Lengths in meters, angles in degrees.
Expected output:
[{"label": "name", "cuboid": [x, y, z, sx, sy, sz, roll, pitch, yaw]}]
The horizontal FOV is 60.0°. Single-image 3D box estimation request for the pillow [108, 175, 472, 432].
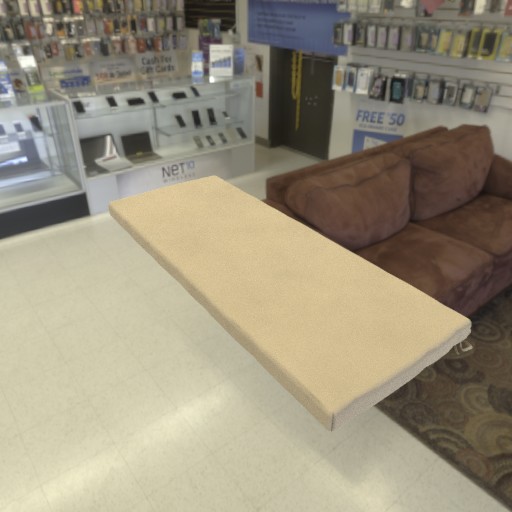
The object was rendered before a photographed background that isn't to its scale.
[{"label": "pillow", "cuboid": [0.000, 0.000, 1.325, 0.492, 0.081, 1.187, -21, 37, -30]}]
